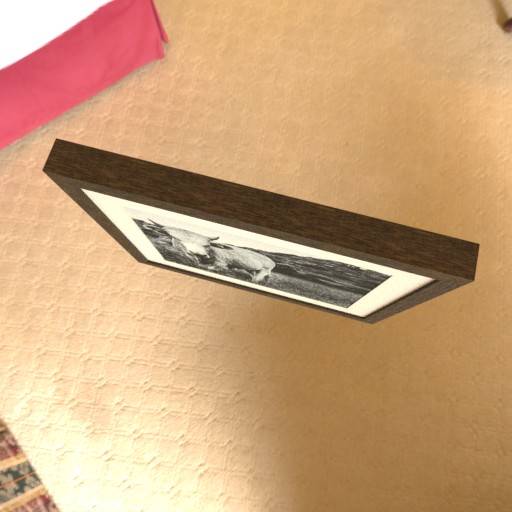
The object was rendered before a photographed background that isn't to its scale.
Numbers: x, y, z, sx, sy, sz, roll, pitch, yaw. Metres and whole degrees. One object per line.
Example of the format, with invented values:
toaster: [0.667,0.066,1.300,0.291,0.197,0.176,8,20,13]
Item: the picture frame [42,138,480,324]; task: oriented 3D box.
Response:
picture frame: [0.000,0.000,0.538,0.378,0.330,0.033,15,76,4]
